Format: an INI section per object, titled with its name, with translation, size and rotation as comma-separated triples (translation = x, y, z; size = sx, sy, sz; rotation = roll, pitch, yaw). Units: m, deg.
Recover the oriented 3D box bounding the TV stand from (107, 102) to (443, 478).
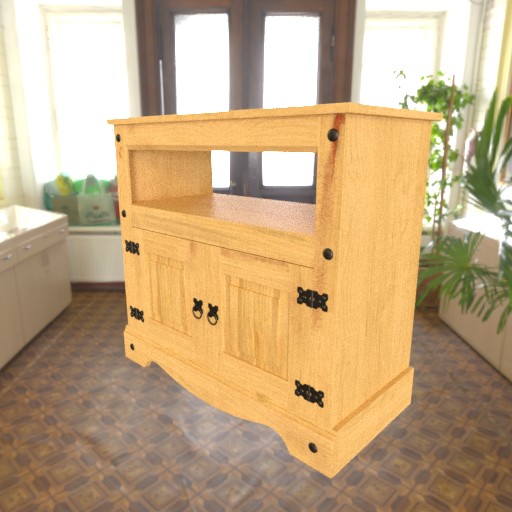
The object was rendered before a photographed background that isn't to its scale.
[TV stand]
translation = 0.000, 0.000, 1.310
size = 0.851, 0.787, 0.430
rotation = 13, 19, 41
